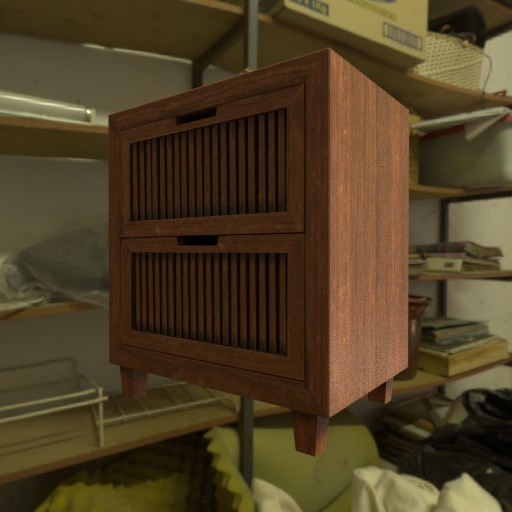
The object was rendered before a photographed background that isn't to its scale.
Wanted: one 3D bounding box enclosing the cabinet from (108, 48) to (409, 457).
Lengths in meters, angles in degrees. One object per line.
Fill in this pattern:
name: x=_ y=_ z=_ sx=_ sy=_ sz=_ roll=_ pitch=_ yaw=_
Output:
cabinet: x=0.000 y=0.000 z=1.076 sx=0.607 sy=0.695 sz=0.410 roll=1 pitch=1 yaw=37
